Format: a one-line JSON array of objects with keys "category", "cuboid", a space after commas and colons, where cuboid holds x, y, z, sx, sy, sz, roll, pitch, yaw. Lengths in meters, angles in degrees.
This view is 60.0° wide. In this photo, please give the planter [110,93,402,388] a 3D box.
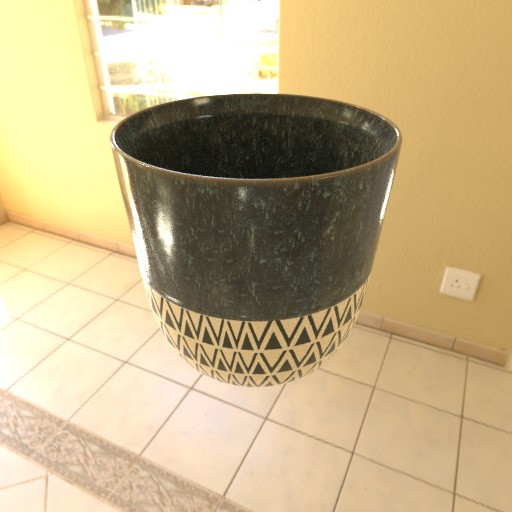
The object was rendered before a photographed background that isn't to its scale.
[{"category": "planter", "cuboid": [0.000, 0.000, 0.363, 0.195, 0.214, 0.195, 0, 33, 0]}]
